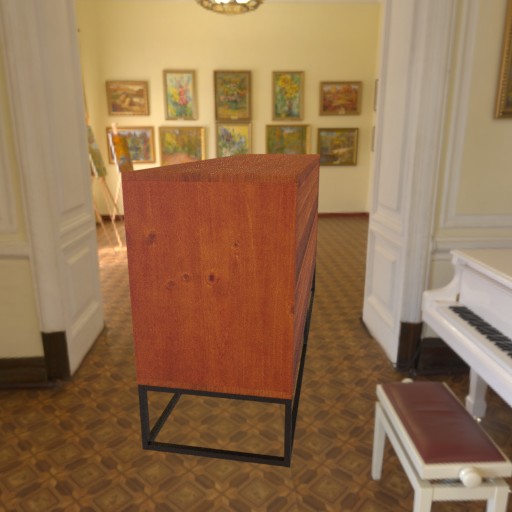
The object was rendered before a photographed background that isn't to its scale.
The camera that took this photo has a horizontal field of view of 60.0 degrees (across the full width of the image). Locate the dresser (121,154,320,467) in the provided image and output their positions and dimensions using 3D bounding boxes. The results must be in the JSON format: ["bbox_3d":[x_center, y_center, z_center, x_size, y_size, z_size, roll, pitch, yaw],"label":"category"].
[{"bbox_3d":[0.000,0.000,1.908,0.464,0.810,1.536,3,15,10],"label":"dresser"}]
